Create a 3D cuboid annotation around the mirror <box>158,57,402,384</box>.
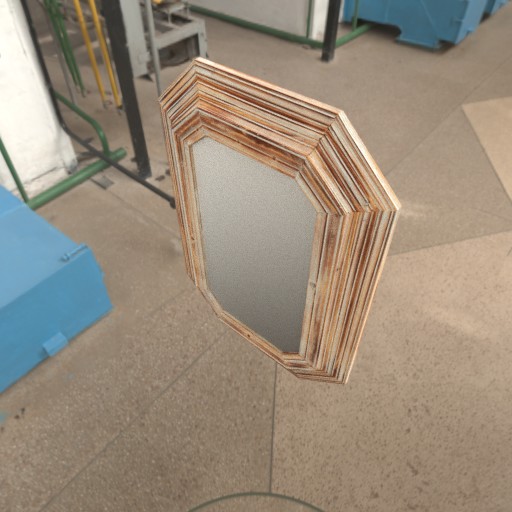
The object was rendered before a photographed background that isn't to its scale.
[{"bbox_3d":[0.000,0.000,1.283,0.709,1.015,0.061,31,54,27],"label":"mirror"}]
